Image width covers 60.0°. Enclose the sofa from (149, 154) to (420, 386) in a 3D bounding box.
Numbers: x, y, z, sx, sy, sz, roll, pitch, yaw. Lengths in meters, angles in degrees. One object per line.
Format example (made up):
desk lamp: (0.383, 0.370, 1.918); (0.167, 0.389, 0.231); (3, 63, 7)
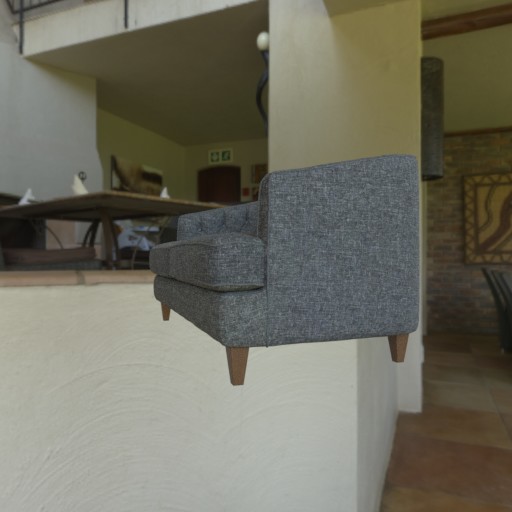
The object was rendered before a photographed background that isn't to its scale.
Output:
sofa: (0.000, 0.000, 2.334); (0.941, 0.855, 1.733); (0, 0, -20)
